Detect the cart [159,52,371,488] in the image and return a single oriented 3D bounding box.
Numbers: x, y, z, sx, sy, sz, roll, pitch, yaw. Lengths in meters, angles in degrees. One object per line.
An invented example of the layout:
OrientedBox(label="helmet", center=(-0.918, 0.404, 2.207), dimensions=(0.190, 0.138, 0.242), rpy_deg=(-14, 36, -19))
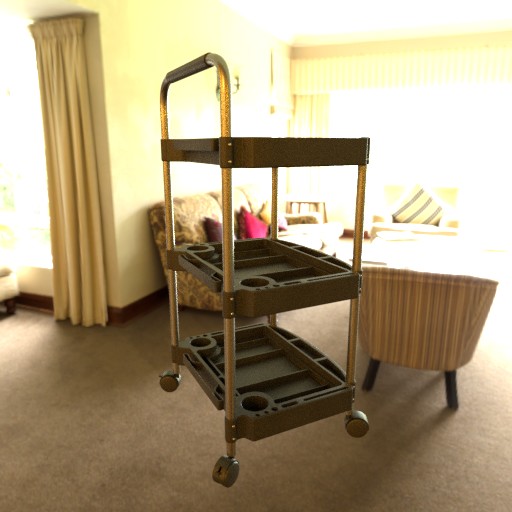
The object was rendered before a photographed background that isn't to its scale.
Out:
OrientedBox(label="cart", center=(0.000, 0.000, 1.366), dimensions=(0.518, 1.075, 0.584), rpy_deg=(-7, 16, -26))
